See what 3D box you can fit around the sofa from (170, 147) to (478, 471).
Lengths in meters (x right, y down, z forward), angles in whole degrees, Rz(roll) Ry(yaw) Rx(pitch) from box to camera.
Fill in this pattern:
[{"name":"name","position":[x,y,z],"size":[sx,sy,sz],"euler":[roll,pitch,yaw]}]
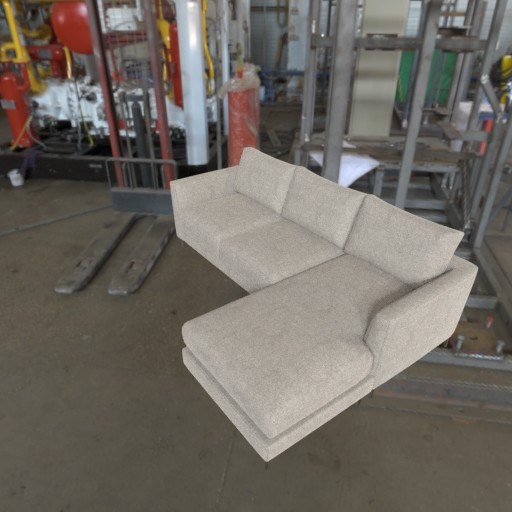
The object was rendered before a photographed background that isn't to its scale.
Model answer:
[{"name":"sofa","position":[0.000,0.000,3.185],"size":[1.626,0.864,2.438],"euler":[-20,36,-31]}]
